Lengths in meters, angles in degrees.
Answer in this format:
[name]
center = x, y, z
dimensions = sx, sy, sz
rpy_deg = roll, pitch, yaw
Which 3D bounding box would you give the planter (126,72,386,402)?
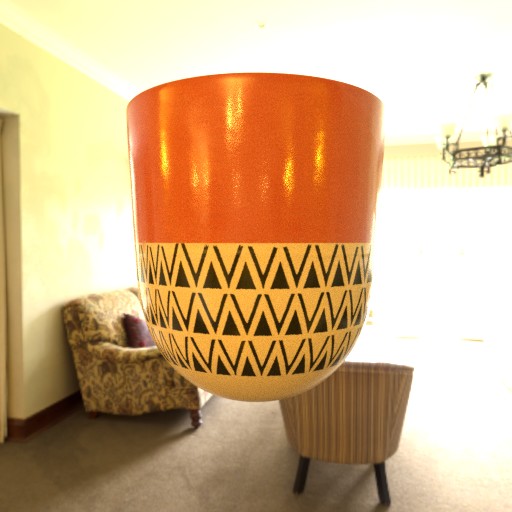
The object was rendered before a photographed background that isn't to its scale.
[planter]
center = 0.000, 0.000, 0.350
dimensions = 0.195, 0.214, 0.195
rpy_deg = 0, 2, 0
